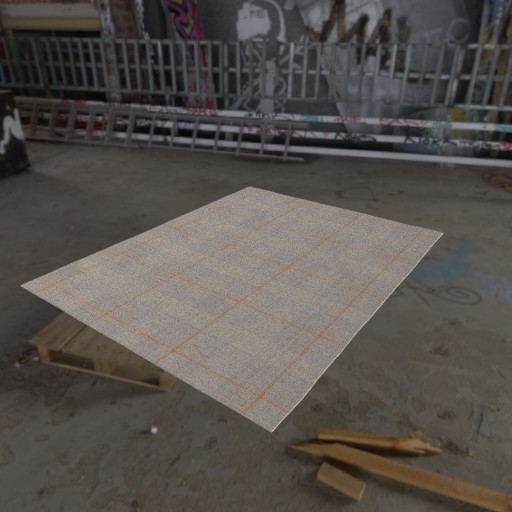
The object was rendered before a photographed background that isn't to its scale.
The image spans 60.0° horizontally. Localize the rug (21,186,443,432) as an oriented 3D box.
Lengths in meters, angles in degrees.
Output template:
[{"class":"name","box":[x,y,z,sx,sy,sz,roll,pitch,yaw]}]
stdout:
[{"class":"rug","box":[0.000,0.000,3.997,2.448,0.021,3.051,19,33,32]}]
